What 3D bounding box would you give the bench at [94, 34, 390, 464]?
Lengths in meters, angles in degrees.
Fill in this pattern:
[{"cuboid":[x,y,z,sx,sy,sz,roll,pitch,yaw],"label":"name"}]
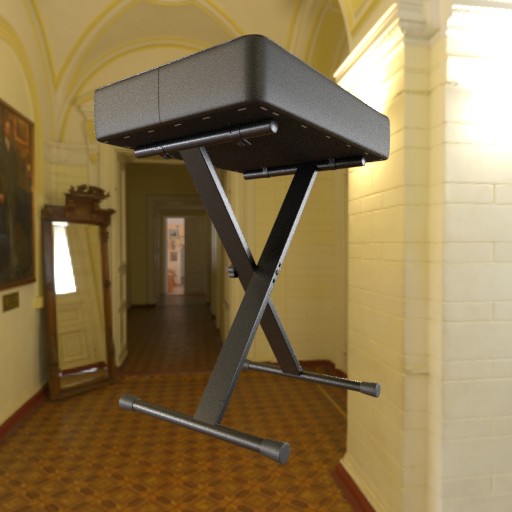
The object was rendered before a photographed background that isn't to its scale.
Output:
[{"cuboid":[0.000,0.000,0.750,0.321,0.500,0.424,1,1,37],"label":"bench"}]
